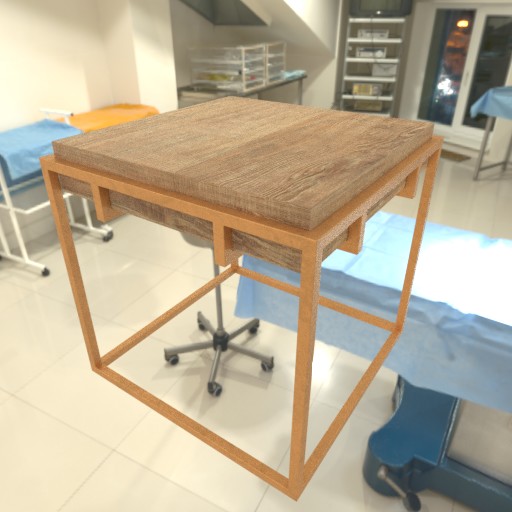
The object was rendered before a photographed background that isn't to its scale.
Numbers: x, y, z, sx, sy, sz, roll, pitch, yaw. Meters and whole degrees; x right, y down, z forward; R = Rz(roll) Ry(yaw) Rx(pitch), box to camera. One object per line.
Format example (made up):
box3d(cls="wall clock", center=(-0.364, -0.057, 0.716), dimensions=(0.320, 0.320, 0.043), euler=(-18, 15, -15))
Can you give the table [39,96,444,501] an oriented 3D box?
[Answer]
box3d(cls="table", center=(0.000, 0.000, 1.046), dimensions=(0.599, 0.584, 0.599), euler=(19, 35, 30))
